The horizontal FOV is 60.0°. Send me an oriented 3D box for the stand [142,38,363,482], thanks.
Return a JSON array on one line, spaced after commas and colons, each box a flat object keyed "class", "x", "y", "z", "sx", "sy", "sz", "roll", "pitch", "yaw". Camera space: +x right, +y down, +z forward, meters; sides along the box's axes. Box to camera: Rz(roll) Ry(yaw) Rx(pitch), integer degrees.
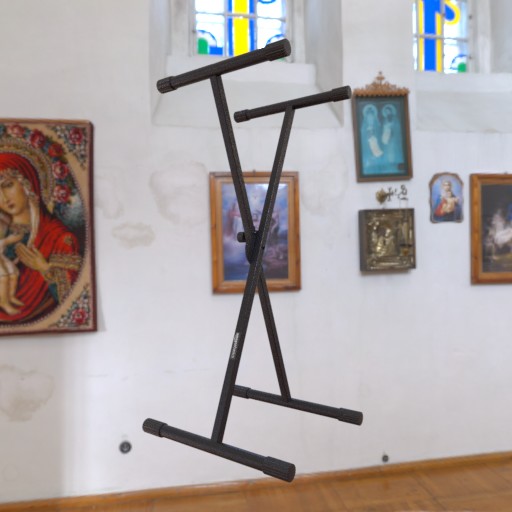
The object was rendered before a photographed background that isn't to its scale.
[{"class": "stand", "x": 0.000, "y": 0.000, "z": 1.204, "sx": 0.449, "sy": 0.940, "sz": 0.409, "roll": 0, "pitch": 0, "yaw": 35}]
